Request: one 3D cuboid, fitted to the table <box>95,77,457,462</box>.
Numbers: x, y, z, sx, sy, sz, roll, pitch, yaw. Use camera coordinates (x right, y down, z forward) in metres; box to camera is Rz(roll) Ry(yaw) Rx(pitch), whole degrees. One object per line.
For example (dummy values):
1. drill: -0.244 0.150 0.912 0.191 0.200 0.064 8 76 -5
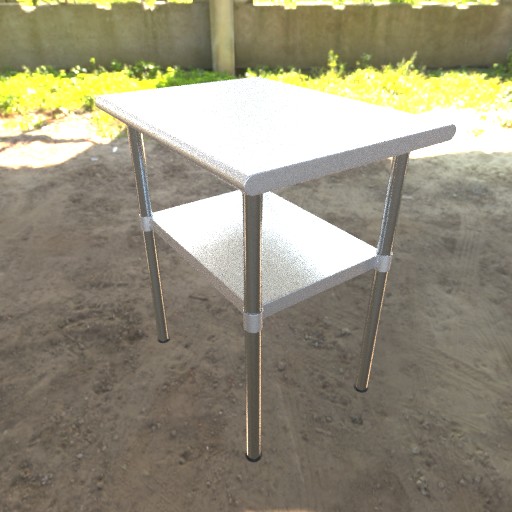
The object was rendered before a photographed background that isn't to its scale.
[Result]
1. table: 0.000 0.000 1.350 0.584 0.876 0.762 -20 36 -29
